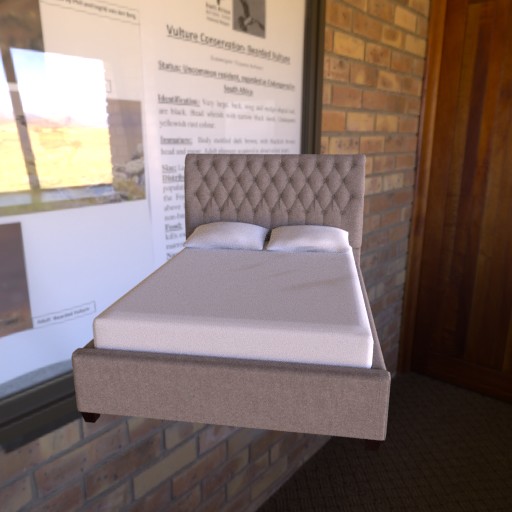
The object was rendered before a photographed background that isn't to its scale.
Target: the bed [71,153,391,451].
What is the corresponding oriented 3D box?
[{"bbox_3d":[0.000,0.000,3.210,1.645,1.371,2.252,2,15,8],"label":"bed"}]
